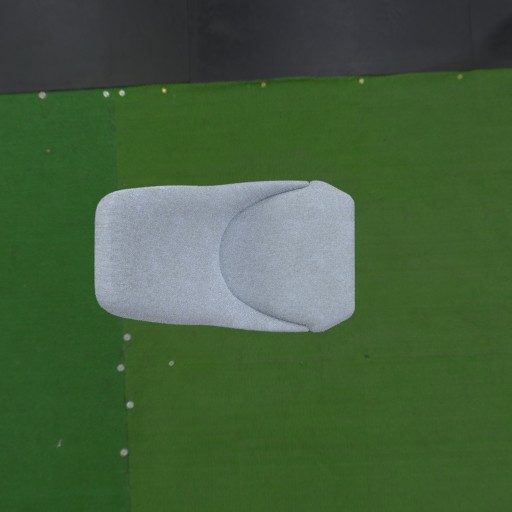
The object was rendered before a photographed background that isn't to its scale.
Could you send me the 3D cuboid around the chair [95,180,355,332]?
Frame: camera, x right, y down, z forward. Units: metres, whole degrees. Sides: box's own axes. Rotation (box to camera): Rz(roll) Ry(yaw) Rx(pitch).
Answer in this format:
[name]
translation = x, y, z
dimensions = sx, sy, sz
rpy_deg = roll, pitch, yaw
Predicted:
[chair]
translation = 0.000, 0.000, 1.422
dimensions = 0.660, 1.040, 0.510
rpy_deg = 0, 89, 0
